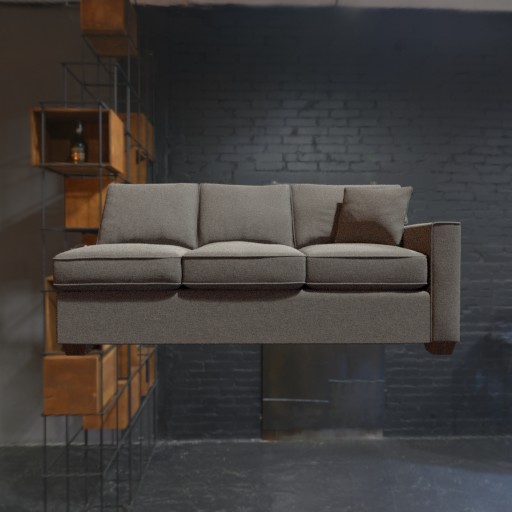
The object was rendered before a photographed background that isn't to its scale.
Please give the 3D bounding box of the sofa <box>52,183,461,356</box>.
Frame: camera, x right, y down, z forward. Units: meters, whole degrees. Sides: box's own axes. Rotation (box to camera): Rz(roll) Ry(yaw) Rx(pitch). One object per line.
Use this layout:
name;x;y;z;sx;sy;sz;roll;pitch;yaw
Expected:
sofa;0.000;0.000;2.588;1.963;0.946;1.034;0;1;-1
